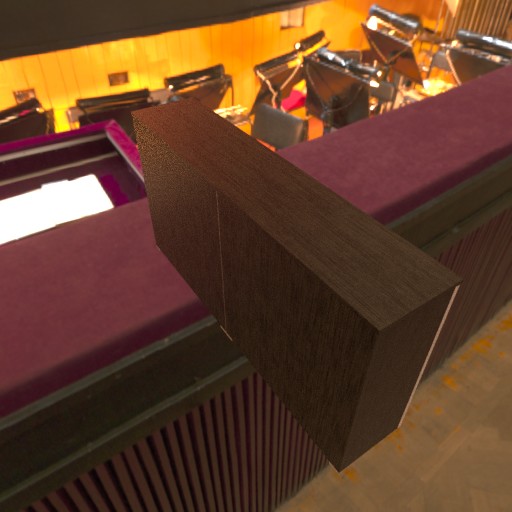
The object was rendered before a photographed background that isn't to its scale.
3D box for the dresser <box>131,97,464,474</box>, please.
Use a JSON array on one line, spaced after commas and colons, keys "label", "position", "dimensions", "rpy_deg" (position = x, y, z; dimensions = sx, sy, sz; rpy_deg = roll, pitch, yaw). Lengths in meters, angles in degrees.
[{"label": "dresser", "position": [0.000, 0.000, 1.857], "dimensions": [0.333, 0.790, 1.535], "rpy_deg": [-24, 46, -25]}]
